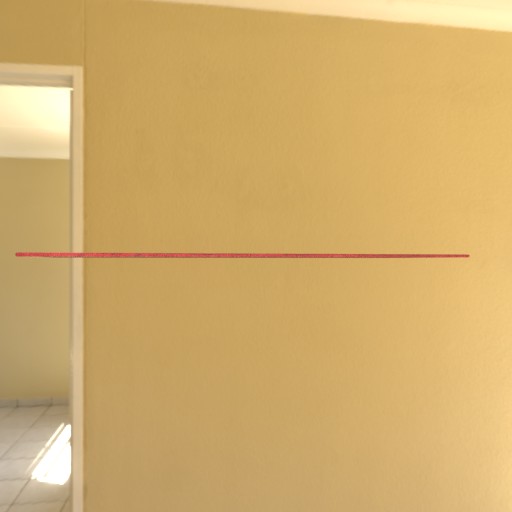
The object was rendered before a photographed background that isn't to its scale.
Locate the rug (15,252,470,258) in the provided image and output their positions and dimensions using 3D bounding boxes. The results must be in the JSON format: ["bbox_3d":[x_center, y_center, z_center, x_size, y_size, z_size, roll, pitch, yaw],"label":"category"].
[{"bbox_3d":[0.000,0.000,2.663,2.439,0.018,0.813,0,0,-18],"label":"rug"}]
